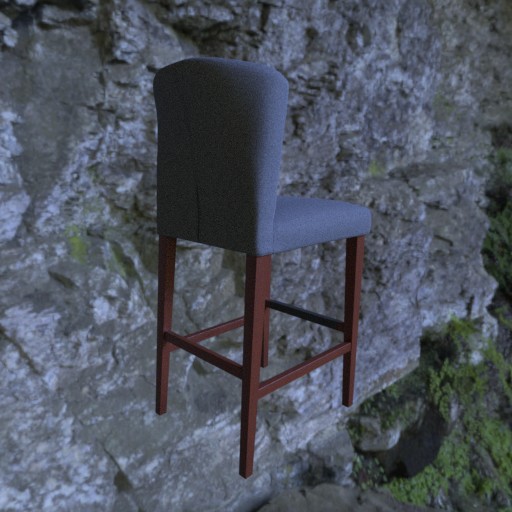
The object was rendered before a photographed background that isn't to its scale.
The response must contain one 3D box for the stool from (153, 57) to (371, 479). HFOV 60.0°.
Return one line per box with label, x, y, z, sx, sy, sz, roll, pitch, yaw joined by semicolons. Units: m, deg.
stool;0.000;0.000;1.389;0.568;1.069;0.481;-12;18;-43
